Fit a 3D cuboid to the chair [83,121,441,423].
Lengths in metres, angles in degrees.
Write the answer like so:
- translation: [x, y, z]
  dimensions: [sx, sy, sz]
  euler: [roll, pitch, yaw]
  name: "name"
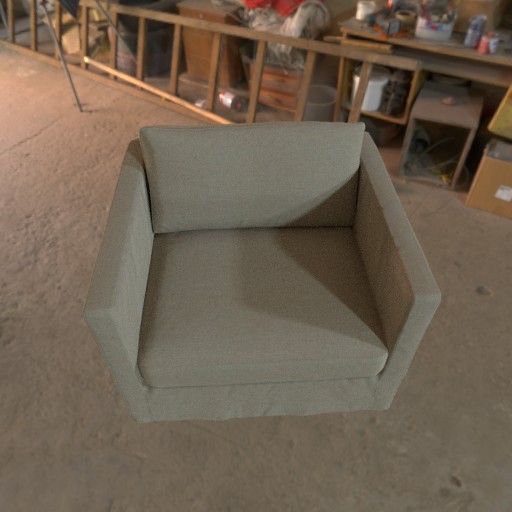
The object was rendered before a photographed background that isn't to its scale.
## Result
- translation: [0.000, 0.000, 1.752]
  dimensions: [1.057, 0.863, 0.949]
  euler: [-2, 46, -2]
  name: "chair"
